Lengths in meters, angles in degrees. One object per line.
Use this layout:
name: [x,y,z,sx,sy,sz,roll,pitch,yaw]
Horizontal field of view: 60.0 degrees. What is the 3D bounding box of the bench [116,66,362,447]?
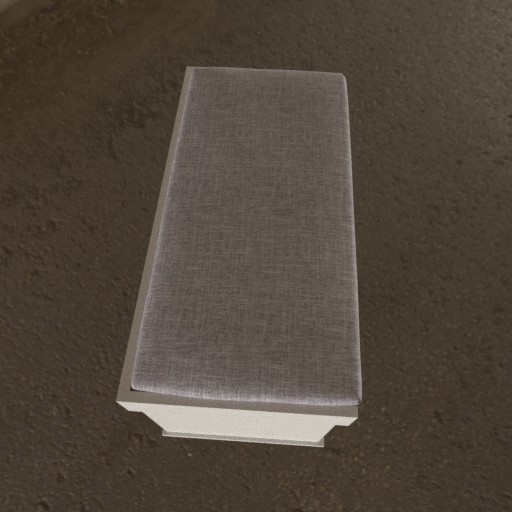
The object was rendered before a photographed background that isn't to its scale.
bench: [0.000,0.000,0.994,0.362,0.461,0.734,3,61,2]
